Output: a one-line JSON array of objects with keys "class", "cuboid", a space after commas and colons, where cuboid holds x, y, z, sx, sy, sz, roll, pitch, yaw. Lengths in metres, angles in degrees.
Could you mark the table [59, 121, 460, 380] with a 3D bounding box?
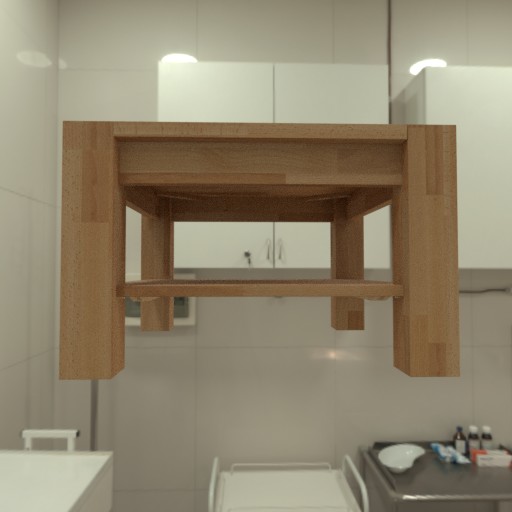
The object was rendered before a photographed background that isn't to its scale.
[{"class": "table", "cuboid": [0.000, 0.000, 1.129, 0.700, 0.451, 0.700, 0, -2, -2]}]
